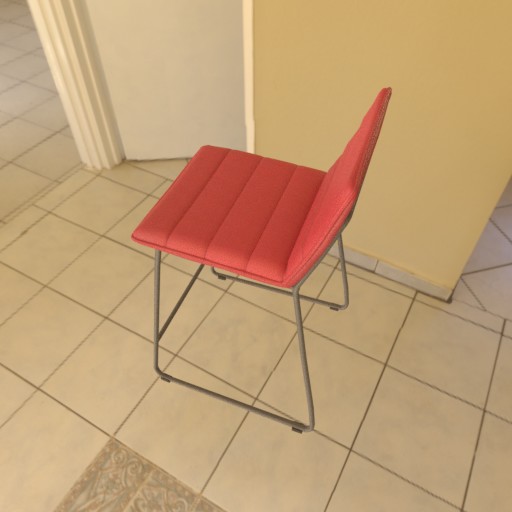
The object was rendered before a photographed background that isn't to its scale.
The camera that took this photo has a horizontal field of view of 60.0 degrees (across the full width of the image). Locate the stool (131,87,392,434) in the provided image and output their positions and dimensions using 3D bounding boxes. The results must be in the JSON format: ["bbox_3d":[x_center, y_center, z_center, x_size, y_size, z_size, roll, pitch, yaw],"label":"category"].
[{"bbox_3d":[0.000,0.000,1.188,0.524,0.866,0.489,15,49,14],"label":"stool"}]
